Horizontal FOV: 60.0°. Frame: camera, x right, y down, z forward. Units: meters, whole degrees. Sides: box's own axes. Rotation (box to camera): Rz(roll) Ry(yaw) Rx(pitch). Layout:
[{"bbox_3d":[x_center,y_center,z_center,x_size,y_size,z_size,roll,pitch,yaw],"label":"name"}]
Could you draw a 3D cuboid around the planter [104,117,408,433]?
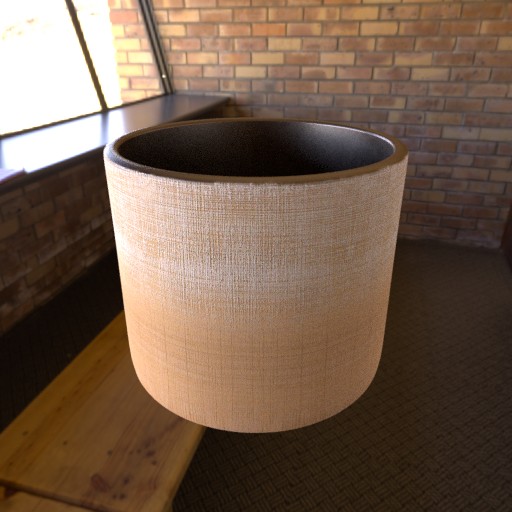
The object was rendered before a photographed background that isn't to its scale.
[{"bbox_3d":[0.000,0.000,0.425,0.254,0.221,0.254,0,26,0],"label":"planter"}]
